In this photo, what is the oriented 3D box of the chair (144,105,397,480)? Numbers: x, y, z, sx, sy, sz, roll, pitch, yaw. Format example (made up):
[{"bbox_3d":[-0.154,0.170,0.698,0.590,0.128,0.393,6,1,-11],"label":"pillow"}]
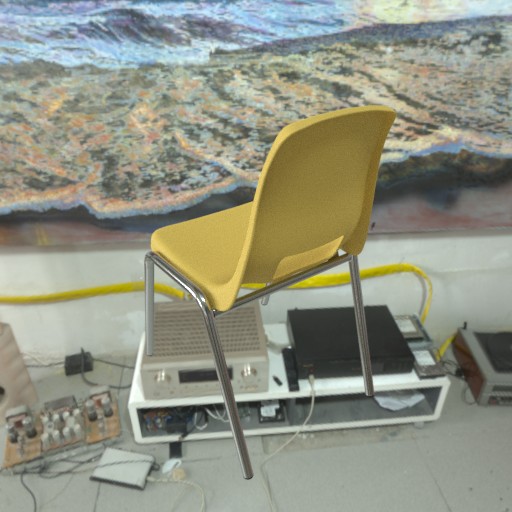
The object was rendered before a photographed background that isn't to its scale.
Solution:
[{"bbox_3d":[0.000,0.000,0.900,0.381,0.653,0.436,-20,36,-30],"label":"chair"}]
